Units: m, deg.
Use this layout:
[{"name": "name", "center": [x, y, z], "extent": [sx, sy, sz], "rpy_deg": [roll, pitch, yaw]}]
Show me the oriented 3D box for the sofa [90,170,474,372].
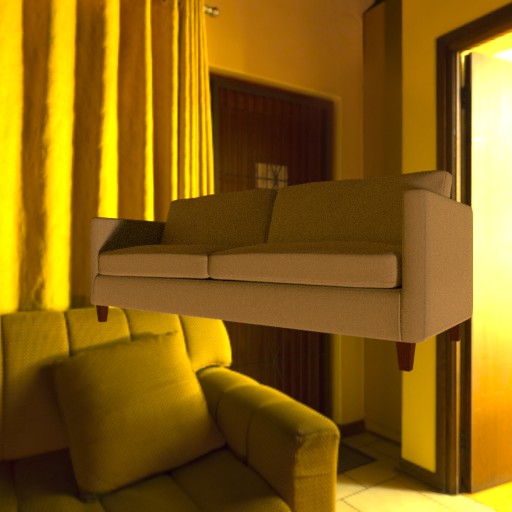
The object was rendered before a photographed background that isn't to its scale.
[{"name": "sofa", "center": [0.000, 0.000, 2.889], "extent": [2.434, 0.965, 0.948], "rpy_deg": [0, 0, 38]}]
